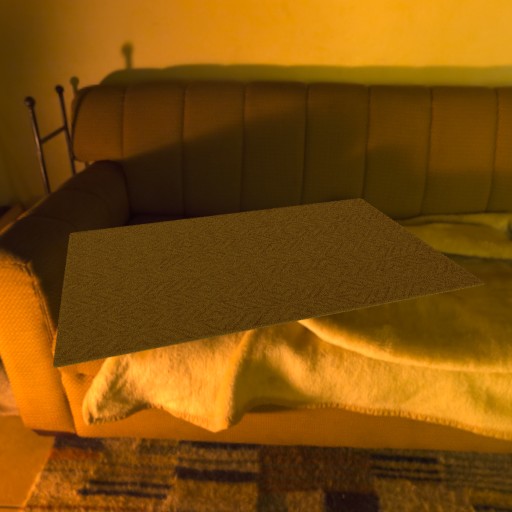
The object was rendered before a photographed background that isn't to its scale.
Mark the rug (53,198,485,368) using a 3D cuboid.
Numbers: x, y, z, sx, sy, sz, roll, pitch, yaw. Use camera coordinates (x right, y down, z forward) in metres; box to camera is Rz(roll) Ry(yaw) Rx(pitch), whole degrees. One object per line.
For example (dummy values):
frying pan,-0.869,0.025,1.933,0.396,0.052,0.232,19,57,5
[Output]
rug,0.000,0.000,2.998,2.438,0.008,1.523,-8,29,-15
